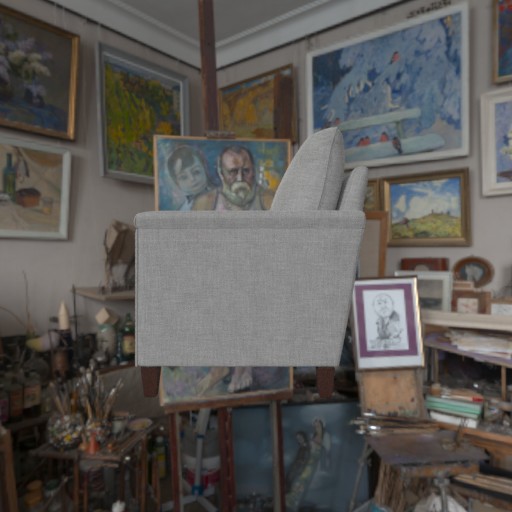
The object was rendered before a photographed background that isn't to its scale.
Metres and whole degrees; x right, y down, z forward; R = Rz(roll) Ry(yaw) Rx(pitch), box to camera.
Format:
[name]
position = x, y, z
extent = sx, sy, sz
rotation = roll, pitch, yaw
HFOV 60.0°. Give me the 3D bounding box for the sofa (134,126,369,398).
[sofa]
position = 0.000, 0.000, 2.423
extent = 0.828, 0.959, 1.925
rotation = 0, 0, 1
